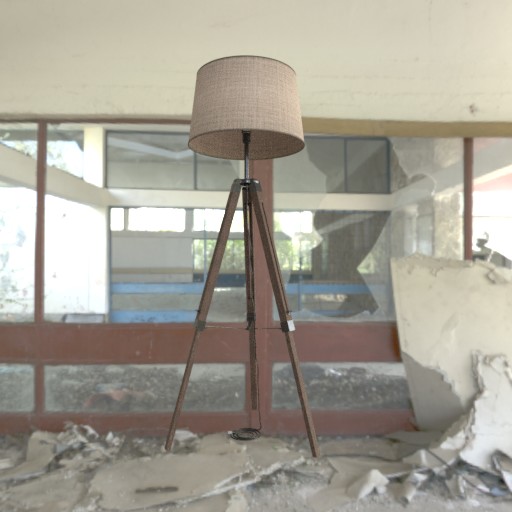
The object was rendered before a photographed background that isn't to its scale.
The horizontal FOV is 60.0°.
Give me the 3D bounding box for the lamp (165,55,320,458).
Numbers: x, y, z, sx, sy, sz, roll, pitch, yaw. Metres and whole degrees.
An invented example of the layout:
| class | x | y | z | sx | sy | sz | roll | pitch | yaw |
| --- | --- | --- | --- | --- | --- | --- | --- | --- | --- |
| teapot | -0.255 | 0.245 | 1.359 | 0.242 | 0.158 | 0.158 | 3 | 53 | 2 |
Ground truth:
| class | x | y | z | sx | sy | sz | roll | pitch | yaw |
| --- | --- | --- | --- | --- | --- | --- | --- | --- | --- |
| lamp | 0.000 | 0.000 | 1.848 | 0.587 | 1.510 | 0.604 | -1 | -1 | 35 |
